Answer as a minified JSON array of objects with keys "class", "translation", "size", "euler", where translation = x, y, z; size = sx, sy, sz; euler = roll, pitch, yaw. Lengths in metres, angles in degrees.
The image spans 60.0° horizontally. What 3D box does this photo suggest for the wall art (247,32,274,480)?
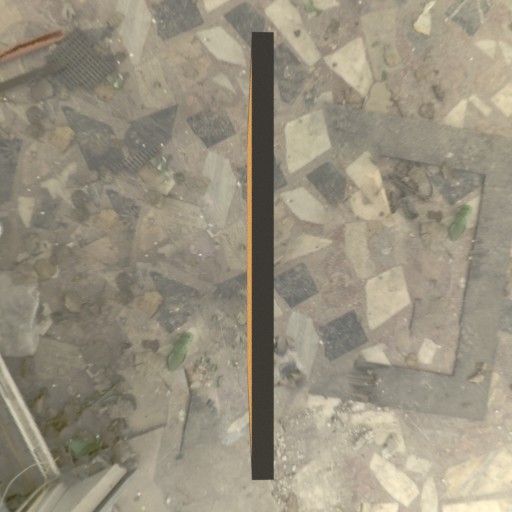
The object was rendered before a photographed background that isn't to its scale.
[{"class":"wall art","translation":[0.000,0.000,1.135],"size":[0.038,0.763,0.763],"euler":[0,90,-2]}]
